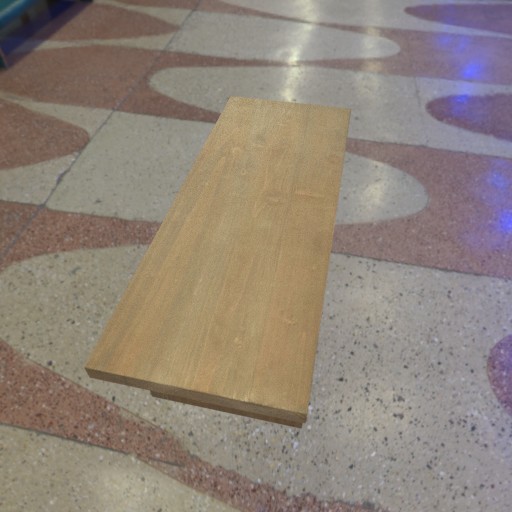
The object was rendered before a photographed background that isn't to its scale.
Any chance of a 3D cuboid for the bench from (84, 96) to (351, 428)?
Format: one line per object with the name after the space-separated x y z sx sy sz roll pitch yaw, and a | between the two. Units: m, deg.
0.000 0.000 1.432 0.458 0.458 1.183 9 47 8 | bench
